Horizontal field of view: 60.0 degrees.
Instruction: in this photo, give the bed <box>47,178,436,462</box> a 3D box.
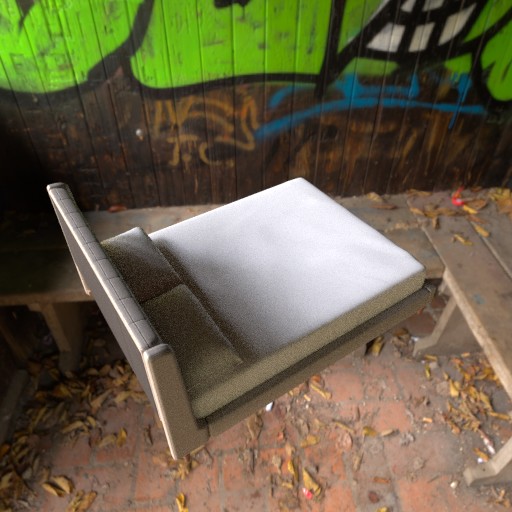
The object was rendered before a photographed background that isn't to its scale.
[{"bbox_3d":[0.000,0.000,3.247,2.232,1.147,1.656,-24,47,-24],"label":"bed"}]
